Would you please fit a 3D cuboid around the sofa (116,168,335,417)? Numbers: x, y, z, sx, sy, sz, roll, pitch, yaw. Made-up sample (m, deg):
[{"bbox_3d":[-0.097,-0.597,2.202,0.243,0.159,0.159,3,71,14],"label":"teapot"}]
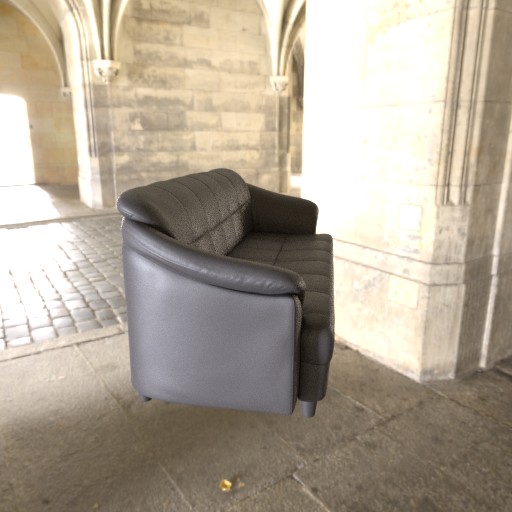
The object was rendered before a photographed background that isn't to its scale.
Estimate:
[{"bbox_3d":[0.000,0.000,2.291,0.800,0.811,1.829,2,15,9],"label":"sofa"}]
